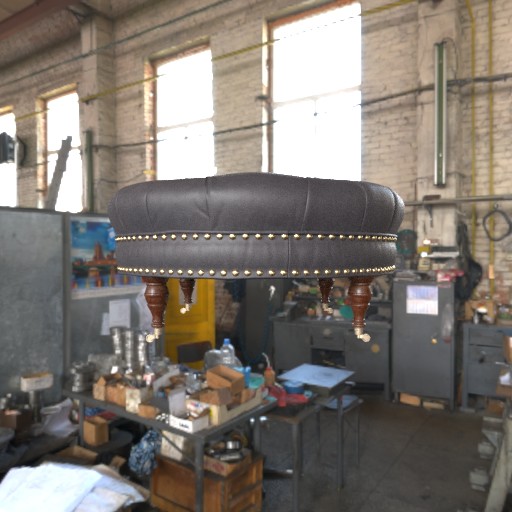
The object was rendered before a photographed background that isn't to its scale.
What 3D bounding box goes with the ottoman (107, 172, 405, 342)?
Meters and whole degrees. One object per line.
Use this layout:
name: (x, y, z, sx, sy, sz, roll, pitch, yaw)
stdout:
ottoman: (0.000, 0.000, 1.416, 0.901, 0.439, 0.901, 0, 0, 0)
